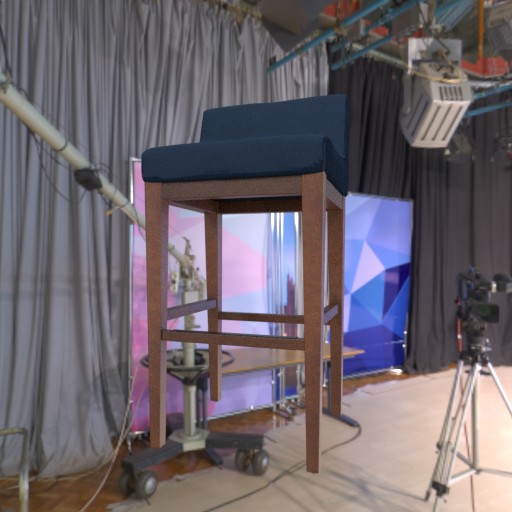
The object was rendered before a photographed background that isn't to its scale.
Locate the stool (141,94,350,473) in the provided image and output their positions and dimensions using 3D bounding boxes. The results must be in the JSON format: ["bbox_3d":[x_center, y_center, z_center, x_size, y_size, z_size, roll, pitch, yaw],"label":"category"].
[{"bbox_3d":[0.000,0.000,1.333,0.511,1.037,0.500,0,1,18],"label":"stool"}]
